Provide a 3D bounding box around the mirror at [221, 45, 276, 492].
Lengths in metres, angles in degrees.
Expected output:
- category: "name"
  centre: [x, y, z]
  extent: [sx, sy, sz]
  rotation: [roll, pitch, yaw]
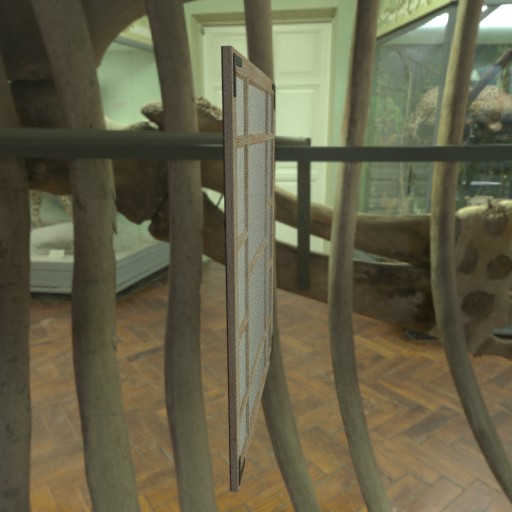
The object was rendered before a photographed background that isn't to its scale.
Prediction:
- category: "mirror"
  centre: [0.000, 0.000, 1.275]
  extent: [0.025, 0.996, 0.705]
  rotation: [2, 16, 8]
